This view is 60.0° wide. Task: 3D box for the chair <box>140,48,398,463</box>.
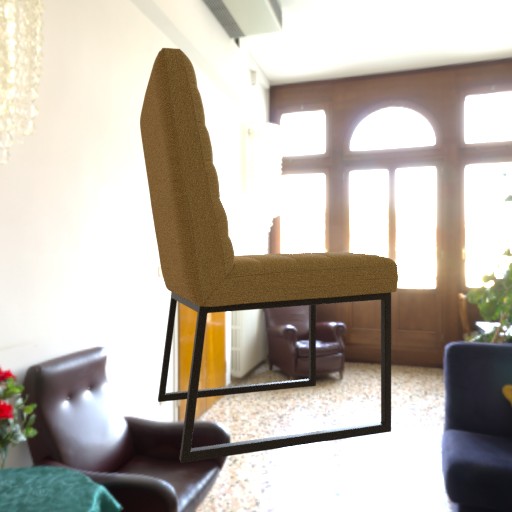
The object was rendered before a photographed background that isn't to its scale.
[{"bbox_3d":[0.000,0.000,1.294,0.634,0.930,0.520,0,0,-19],"label":"chair"}]
